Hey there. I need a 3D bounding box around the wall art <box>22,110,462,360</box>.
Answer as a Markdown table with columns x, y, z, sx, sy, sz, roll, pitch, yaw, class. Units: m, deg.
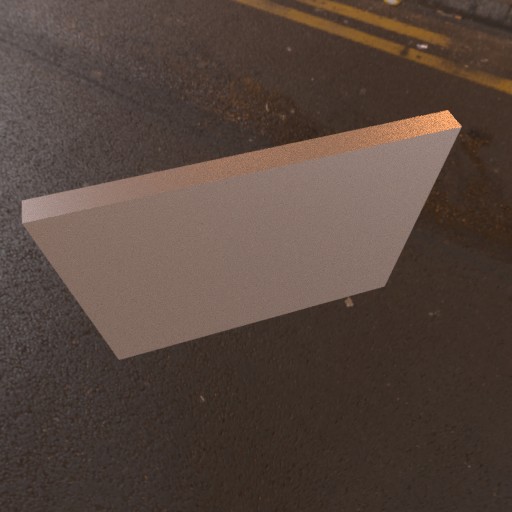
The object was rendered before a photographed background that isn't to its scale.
| x | y | z | sx | sy | sz | roll | pitch | yaw | class |
| --- | --- | --- | --- | --- | --- | --- | --- | --- | --- |
| 0.000 | 0.000 | 1.376 | 1.056 | 0.801 | 0.066 | -14 | 57 | -9 | wall art |
